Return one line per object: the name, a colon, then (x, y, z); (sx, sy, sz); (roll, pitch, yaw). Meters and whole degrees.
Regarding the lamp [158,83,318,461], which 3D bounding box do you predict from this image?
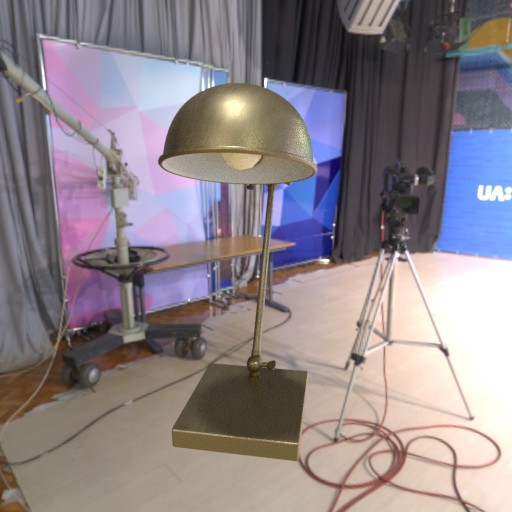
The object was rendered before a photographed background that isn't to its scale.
lamp: (0.000, 0.000, 0.541); (0.149, 0.371, 0.339); (2, 14, 10)
